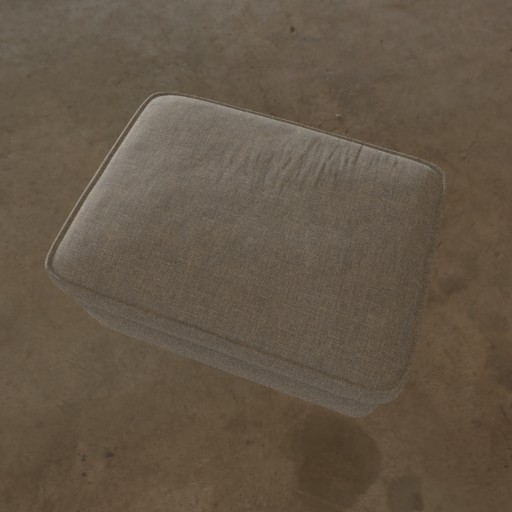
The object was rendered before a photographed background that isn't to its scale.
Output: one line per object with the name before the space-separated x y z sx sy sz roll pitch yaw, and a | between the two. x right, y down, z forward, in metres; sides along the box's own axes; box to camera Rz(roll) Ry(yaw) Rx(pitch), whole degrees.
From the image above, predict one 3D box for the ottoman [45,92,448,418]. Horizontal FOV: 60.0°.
ottoman | 0.000 0.000 1.110 0.762 0.457 0.559 18 65 9
